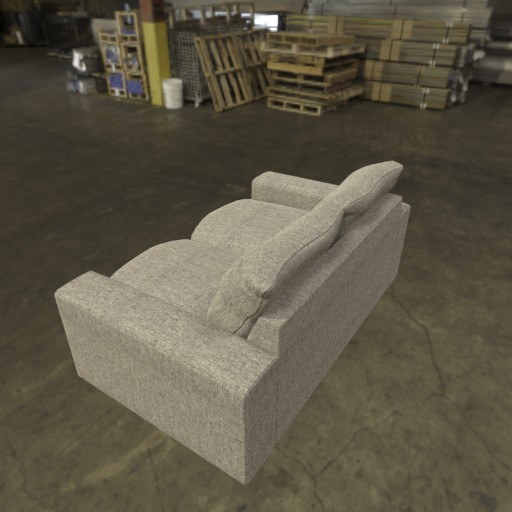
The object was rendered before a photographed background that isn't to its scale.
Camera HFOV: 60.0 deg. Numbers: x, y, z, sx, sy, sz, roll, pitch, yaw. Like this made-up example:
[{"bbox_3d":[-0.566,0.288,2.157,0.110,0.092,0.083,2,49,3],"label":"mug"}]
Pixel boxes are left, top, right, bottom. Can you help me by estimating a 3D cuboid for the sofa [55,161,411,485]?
[{"bbox_3d":[0.000,0.000,2.377,1.094,0.877,1.758,19,37,28],"label":"sofa"}]
